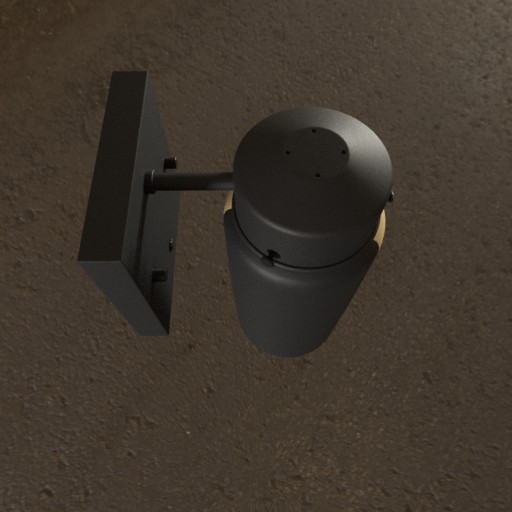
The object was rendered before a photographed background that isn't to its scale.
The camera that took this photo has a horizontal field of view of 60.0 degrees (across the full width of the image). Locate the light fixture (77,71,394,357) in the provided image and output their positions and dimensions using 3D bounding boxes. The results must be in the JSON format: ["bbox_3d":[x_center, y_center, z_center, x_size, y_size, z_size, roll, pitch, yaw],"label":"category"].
[{"bbox_3d":[0.000,0.000,0.358,0.176,0.257,0.130,0,64,0],"label":"light fixture"}]
